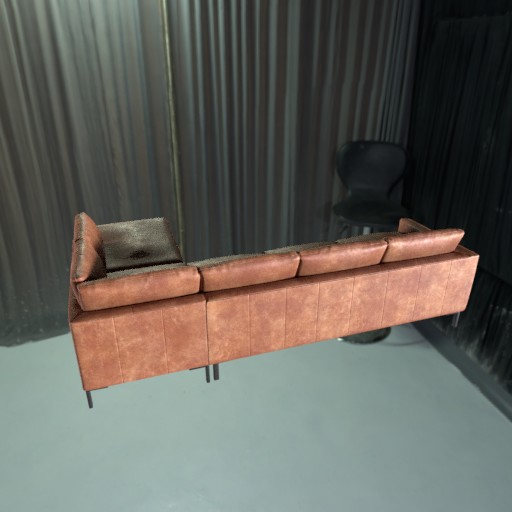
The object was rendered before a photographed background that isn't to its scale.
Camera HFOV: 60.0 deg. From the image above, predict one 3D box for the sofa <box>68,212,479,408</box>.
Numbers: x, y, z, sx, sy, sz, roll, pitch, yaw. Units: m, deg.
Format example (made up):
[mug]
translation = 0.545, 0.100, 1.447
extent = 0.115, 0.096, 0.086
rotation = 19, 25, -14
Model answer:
[sofa]
translation = 0.000, 0.000, 3.875
extent = 2.984, 0.877, 1.938
rotation = -8, 27, -17
